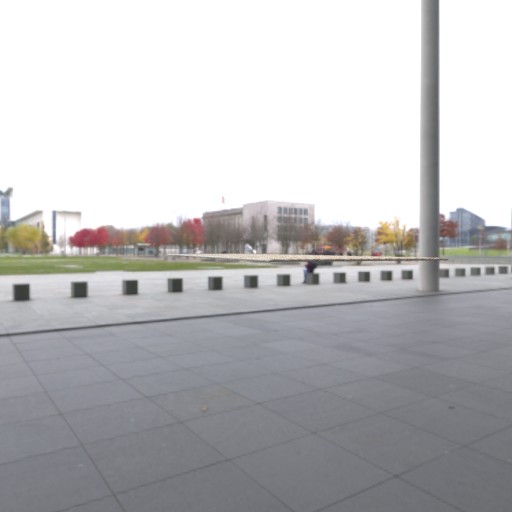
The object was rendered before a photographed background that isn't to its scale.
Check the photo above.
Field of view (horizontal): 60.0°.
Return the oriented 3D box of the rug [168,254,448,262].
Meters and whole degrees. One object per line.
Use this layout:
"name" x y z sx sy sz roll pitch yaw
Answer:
"rug" 0.000 0.000 2.755 0.750 0.009 2.435 0 1 -19
